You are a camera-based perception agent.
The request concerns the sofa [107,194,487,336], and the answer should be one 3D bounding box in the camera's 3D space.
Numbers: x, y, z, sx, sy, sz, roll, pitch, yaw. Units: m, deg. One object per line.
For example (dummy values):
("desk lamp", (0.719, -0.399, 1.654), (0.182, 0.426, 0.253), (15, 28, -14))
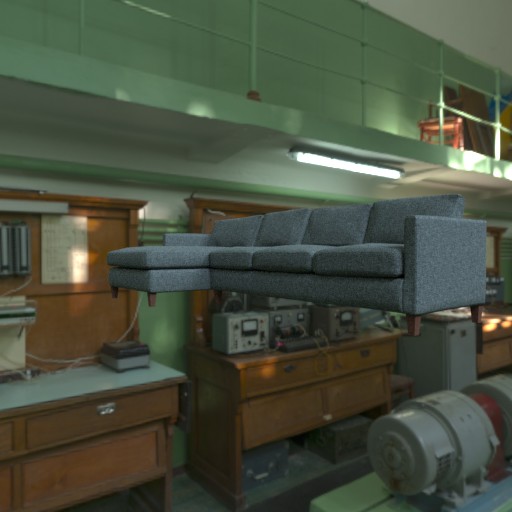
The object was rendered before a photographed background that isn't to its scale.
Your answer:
("sofa", (0.000, 0.000, 4.108), (1.635, 0.960, 3.485), (0, 1, -38))
